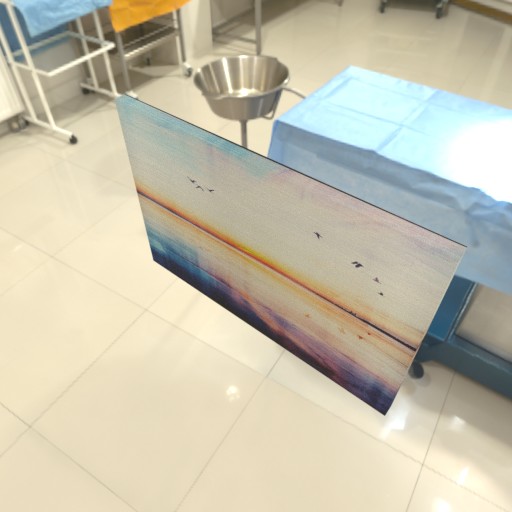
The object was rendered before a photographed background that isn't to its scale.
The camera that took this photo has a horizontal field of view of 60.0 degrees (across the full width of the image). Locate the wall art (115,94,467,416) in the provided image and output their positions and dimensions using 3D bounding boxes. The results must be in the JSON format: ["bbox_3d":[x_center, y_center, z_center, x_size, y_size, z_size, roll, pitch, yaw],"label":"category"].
[{"bbox_3d":[0.000,0.000,1.172,0.911,0.605,0.037,30,53,26],"label":"wall art"}]
